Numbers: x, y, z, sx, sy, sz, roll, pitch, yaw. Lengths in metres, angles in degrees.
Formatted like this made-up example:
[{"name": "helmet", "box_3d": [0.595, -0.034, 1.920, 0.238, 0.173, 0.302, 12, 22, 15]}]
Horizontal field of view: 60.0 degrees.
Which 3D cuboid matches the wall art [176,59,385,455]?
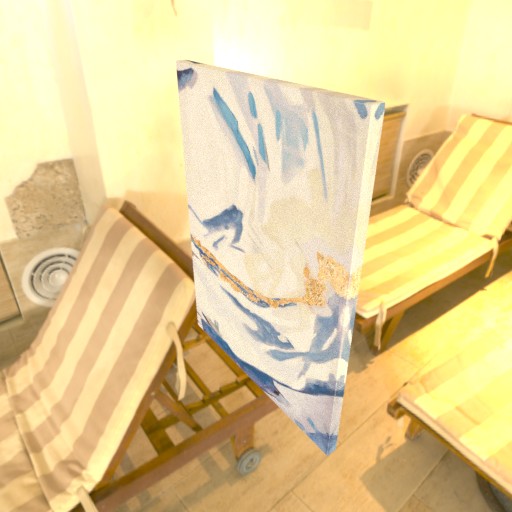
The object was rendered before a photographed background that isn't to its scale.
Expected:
[{"name": "wall art", "box_3d": [0.000, 0.000, 1.334, 0.038, 1.015, 0.761, -21, 36, -31]}]
